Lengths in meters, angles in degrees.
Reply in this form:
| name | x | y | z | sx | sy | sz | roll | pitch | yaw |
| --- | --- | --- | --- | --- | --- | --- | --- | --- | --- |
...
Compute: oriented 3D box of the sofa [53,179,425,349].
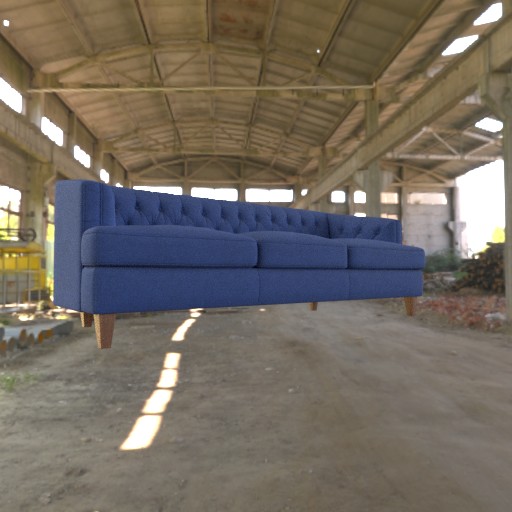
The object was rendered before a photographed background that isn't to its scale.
| name | x | y | z | sx | sy | sz | roll | pitch | yaw |
| --- | --- | --- | --- | --- | --- | --- | --- | --- | --- |
| sofa | 0.000 | 0.000 | 2.672 | 2.235 | 0.787 | 0.914 | 2 | -3 | -38 |
